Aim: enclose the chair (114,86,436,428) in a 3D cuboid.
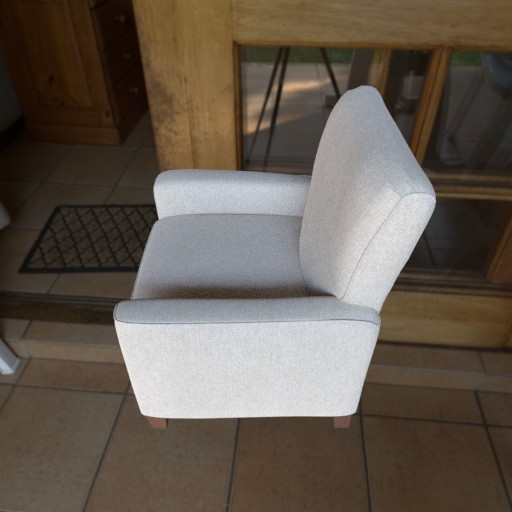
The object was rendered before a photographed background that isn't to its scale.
[{"bbox_3d":[0.000,0.000,1.582,0.859,1.023,0.845,0,41,0],"label":"chair"}]
